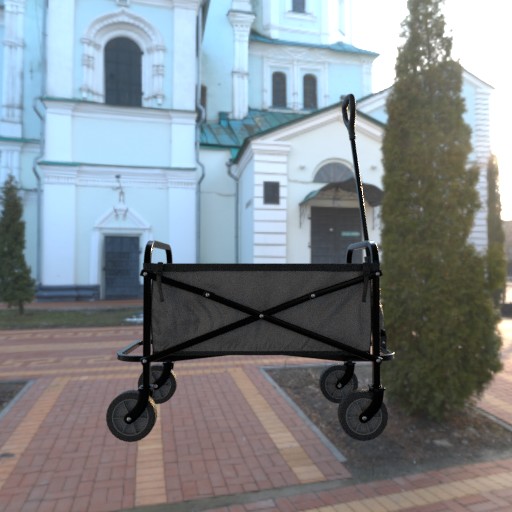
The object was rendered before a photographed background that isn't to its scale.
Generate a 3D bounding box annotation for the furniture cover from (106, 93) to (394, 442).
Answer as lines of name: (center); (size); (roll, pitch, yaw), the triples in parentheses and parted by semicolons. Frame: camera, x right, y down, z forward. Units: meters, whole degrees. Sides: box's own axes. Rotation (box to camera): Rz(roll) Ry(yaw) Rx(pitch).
furniture cover: (0.000, 0.000, 1.780); (1.038, 1.295, 0.532); (0, -2, -1)
